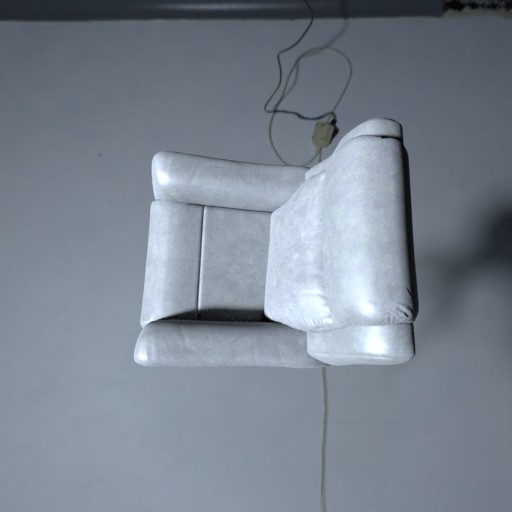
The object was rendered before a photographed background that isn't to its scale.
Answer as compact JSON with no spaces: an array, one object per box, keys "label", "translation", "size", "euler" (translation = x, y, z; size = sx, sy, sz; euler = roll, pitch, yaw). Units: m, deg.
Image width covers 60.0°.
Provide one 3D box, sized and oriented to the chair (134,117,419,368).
[{"label":"chair","translation":[0.000,0.000,1.949],"size":[1.068,1.116,0.967],"euler":[2,76,0]}]
